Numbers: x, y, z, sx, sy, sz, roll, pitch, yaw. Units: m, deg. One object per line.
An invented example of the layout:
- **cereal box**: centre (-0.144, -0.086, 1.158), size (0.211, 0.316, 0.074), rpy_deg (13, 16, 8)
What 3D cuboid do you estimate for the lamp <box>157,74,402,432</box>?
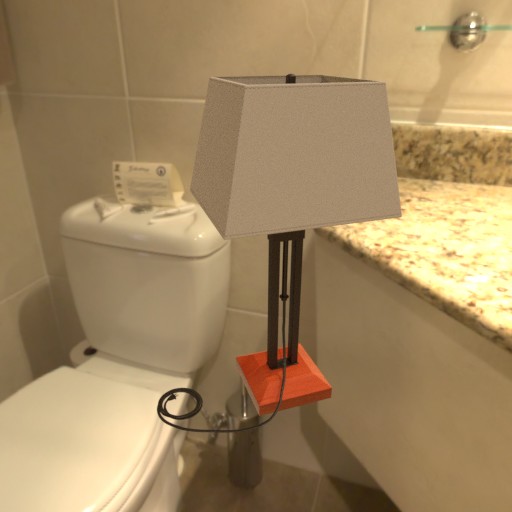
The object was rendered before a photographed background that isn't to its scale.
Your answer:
- **lamp**: centre (0.000, 0.000, 0.971), size (0.498, 0.737, 0.310), rpy_deg (-8, 26, -17)
